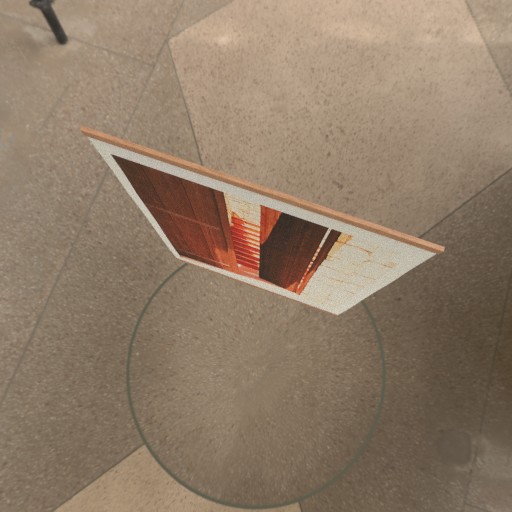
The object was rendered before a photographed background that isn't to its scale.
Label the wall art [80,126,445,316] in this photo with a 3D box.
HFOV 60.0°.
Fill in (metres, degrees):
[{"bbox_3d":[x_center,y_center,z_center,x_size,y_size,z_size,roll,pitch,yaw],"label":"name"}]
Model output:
[{"bbox_3d":[0.000,0.000,1.907,1.019,1.527,0.019,19,77,5],"label":"wall art"}]
